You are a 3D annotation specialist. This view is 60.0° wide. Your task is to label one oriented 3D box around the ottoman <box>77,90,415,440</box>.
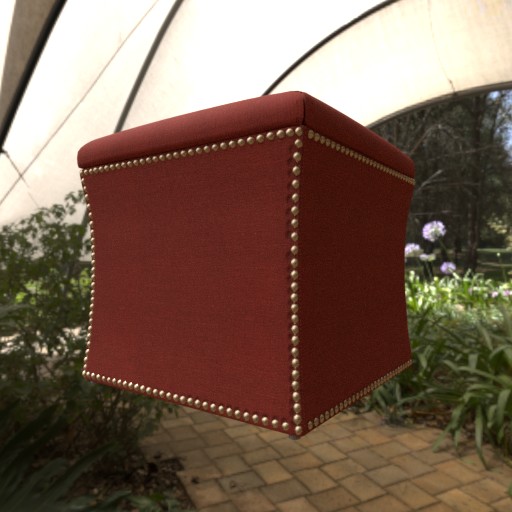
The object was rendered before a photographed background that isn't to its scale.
[{"bbox_3d":[0.000,0.000,0.879,0.507,0.475,0.497,0,0,36],"label":"ottoman"}]
